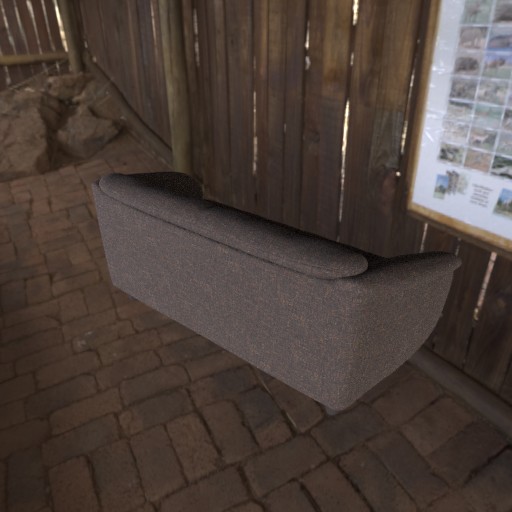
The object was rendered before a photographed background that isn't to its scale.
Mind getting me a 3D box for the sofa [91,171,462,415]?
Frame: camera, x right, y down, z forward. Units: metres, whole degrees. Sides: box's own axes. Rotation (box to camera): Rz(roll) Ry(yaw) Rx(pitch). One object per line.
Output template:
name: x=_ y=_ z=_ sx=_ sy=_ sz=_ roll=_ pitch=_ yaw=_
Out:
sofa: x=0.000 y=0.000 z=2.340 sx=1.849 sy=0.790 sz=0.887 roll=22 pitch=36 yaw=33
